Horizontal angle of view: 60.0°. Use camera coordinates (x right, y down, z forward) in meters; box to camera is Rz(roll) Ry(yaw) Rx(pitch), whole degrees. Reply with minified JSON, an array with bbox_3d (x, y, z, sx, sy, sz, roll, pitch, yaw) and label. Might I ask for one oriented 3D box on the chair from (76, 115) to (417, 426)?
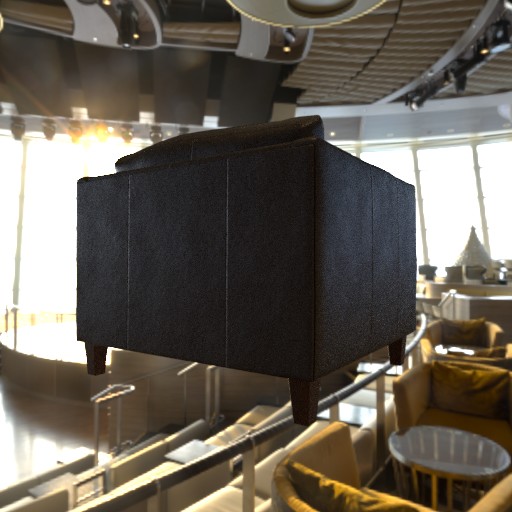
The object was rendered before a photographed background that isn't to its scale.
[{"bbox_3d":[0.000,0.000,1.604,0.939,0.811,0.862,0,-1,34],"label":"chair"}]
